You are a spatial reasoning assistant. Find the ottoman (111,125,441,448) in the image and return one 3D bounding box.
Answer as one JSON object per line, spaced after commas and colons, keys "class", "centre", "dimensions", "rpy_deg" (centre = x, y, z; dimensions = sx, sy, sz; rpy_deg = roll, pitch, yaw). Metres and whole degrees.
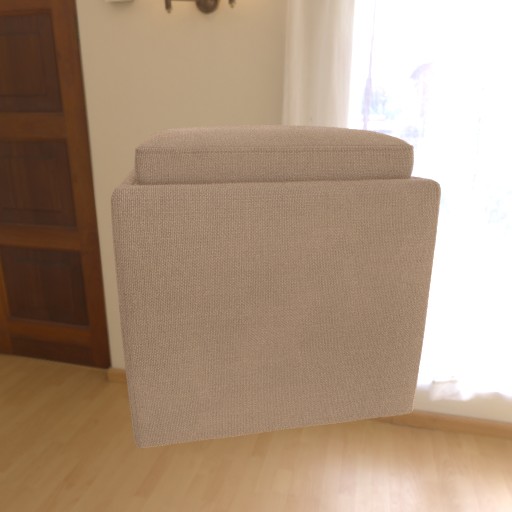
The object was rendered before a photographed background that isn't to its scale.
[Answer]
{"class": "ottoman", "centre": [0.000, 0.000, 0.812], "dimensions": [0.450, 0.460, 0.451], "rpy_deg": [-3, 17, -10]}
